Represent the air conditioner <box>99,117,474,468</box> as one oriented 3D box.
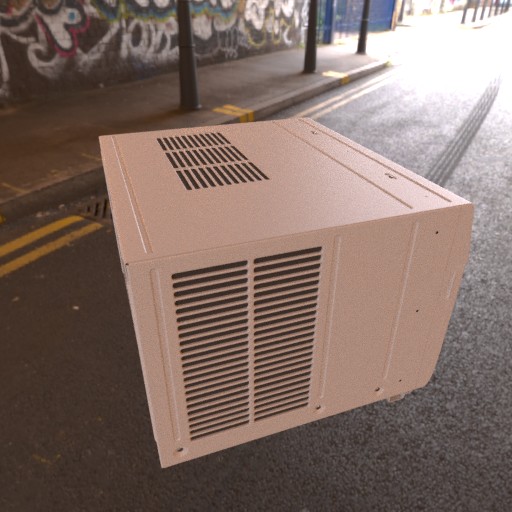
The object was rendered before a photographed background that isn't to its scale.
[{"bbox_3d":[0.000,0.000,1.040,0.599,0.455,0.645,-10,32,-17],"label":"air conditioner"}]
